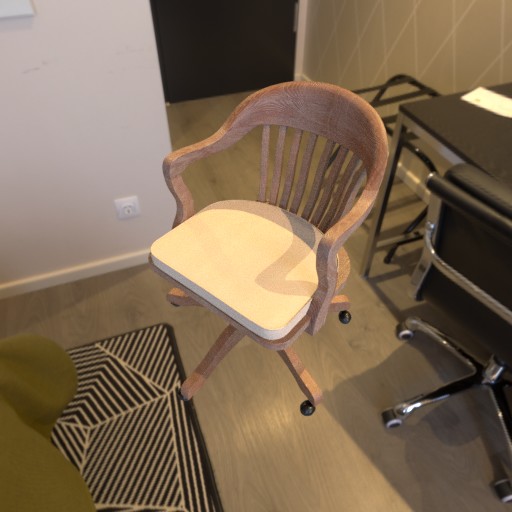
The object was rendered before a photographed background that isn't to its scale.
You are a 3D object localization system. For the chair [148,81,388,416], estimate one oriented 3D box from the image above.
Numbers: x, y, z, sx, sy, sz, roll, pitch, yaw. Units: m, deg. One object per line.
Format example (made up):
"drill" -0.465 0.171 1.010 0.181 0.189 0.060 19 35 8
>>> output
"chair" 0.000 0.000 1.459 0.750 0.878 0.788 30 52 27
